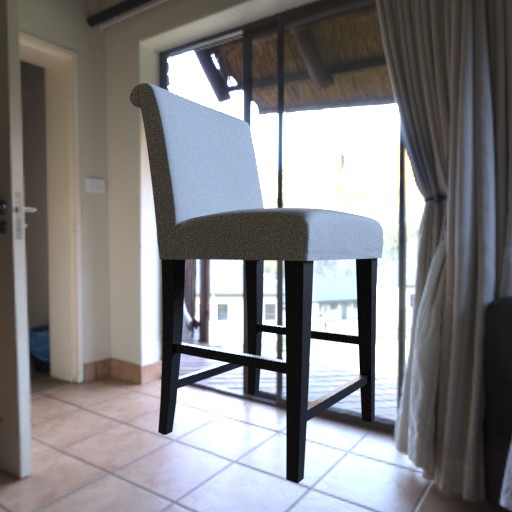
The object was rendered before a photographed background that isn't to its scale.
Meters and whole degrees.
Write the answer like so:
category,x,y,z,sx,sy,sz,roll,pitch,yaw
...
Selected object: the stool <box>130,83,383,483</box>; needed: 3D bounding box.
category,x,y,z,sx,sy,sz,roll,pitch,yaw
stool,0.000,0.000,1.284,0.597,0.976,0.452,1,1,36
